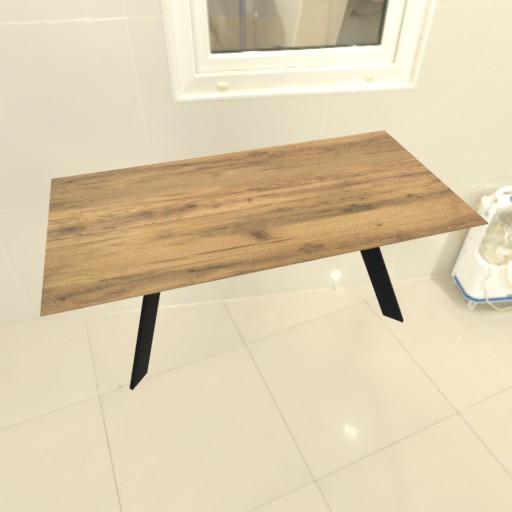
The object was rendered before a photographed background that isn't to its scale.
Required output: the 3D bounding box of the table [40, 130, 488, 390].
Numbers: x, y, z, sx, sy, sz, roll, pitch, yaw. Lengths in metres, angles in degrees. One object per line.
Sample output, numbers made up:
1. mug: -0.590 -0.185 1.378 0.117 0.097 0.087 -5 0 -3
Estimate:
1. table: 0.000 0.000 2.499 2.000 0.770 1.000 -11 43 -12
